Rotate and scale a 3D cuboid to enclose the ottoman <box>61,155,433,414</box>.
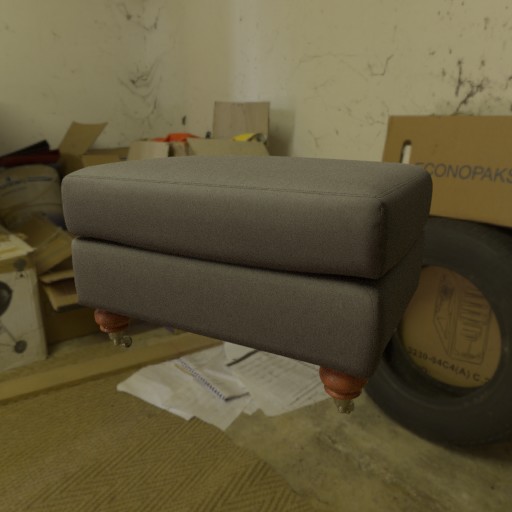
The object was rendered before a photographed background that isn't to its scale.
[{"bbox_3d":[0.000,0.000,1.140,0.773,0.497,0.574,8,18,27],"label":"ottoman"}]
